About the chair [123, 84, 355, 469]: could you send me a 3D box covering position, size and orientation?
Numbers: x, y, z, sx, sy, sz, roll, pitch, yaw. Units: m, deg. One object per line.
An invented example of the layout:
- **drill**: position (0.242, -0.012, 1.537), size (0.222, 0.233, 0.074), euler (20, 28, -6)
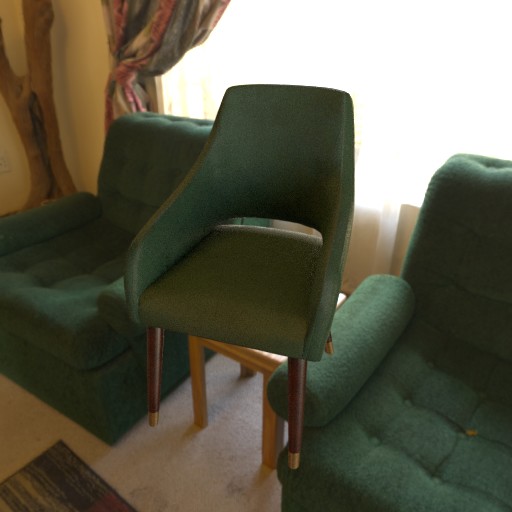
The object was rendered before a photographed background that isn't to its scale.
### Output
- **chair**: position (0.000, 0.000, 1.599), size (0.683, 1.081, 0.794), euler (9, 29, 17)
